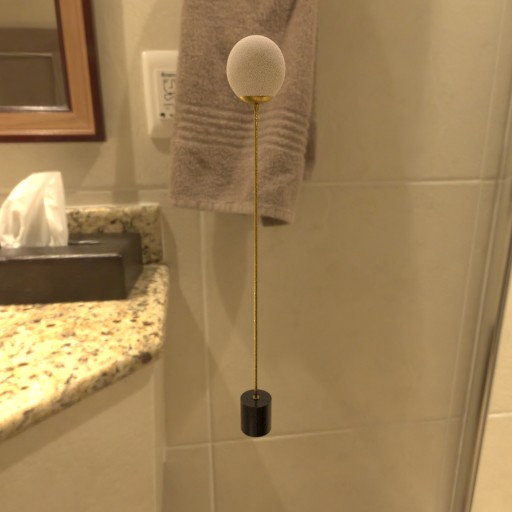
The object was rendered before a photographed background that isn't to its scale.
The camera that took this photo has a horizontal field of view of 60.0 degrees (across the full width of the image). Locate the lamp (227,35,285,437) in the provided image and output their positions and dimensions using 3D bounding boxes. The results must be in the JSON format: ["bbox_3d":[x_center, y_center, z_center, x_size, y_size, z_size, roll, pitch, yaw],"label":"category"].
[{"bbox_3d":[0.000,0.000,1.932,0.229,1.748,0.229,15,22,42],"label":"lamp"}]
